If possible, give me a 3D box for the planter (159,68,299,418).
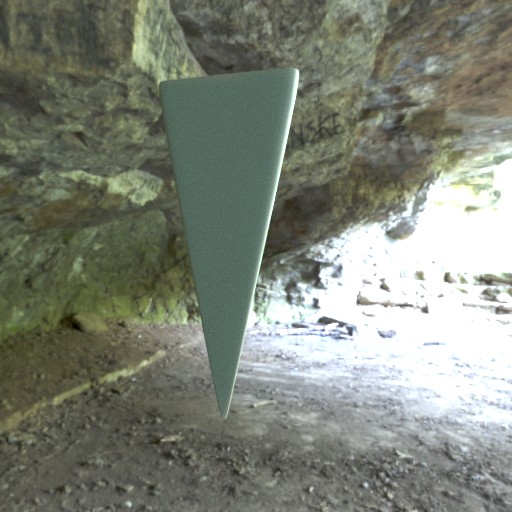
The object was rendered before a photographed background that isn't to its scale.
[{"bbox_3d":[0.000,0.000,0.223,0.080,0.178,0.064,1,-2,-35],"label":"planter"}]
